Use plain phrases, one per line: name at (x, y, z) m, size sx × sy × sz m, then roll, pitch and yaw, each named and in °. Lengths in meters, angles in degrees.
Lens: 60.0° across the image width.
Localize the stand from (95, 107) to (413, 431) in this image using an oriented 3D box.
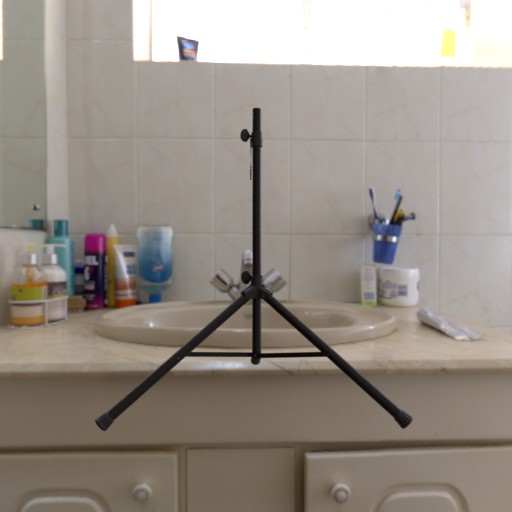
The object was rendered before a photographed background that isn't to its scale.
stand at (0.000, 0.000, 1.867) m, size 1.045 × 1.136 × 0.907 m, roll 0°, pitch 1°, yaw 0°
